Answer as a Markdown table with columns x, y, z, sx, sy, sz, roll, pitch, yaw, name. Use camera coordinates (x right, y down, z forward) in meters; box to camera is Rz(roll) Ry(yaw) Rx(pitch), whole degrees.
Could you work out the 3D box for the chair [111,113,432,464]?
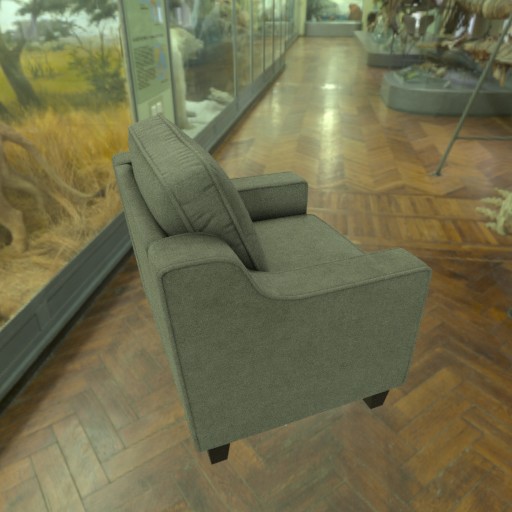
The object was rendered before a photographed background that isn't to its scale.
| x | y | z | sx | sy | sz | roll | pitch | yaw | name |
| --- | --- | --- | --- | --- | --- | --- | --- | --- | --- |
| 0.000 | 0.000 | 1.607 | 0.840 | 0.944 | 0.926 | -11 | 31 | -19 | chair |
